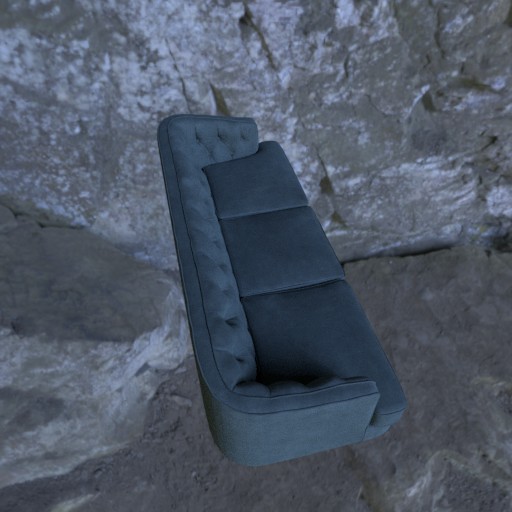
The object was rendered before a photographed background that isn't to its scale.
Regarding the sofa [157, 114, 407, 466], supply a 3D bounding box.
[{"bbox_3d":[0.000,0.000,2.732,0.941,0.855,2.278,-10,49,-9],"label":"sofa"}]
